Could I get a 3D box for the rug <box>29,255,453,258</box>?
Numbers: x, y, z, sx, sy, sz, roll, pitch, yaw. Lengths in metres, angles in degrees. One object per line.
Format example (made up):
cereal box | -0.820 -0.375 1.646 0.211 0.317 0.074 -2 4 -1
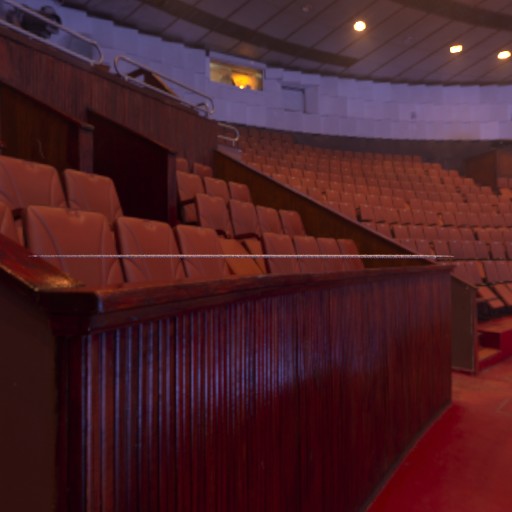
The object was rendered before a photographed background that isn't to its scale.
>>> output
rug | 0.000 0.000 2.335 1.802 0.008 1.247 0 0 19
